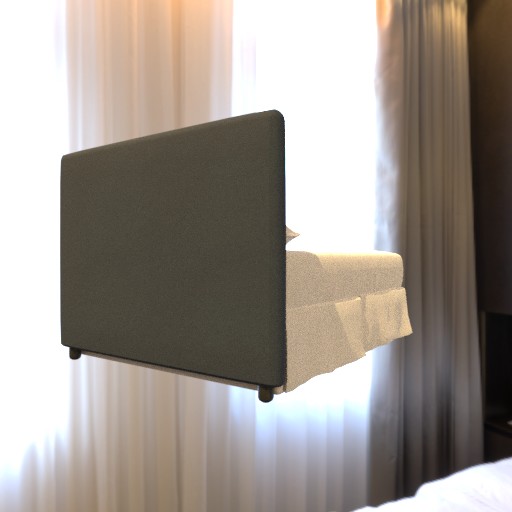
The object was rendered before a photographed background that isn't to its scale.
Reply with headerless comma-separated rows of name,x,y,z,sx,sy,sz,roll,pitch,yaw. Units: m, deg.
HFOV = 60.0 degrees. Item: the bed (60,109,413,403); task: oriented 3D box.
bed,0.000,0.000,3.281,1.713,1.330,2.162,0,0,34
